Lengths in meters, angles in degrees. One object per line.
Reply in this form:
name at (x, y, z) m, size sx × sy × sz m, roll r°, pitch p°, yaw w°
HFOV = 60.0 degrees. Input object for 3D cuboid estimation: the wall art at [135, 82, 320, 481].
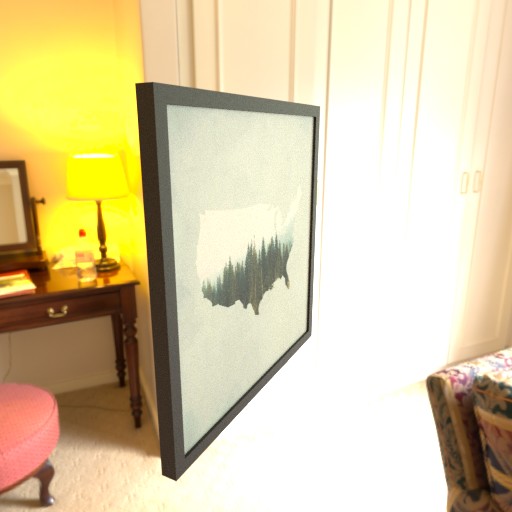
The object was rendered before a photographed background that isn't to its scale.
wall art at (0.000, 0.000, 1.134) m, size 0.038 × 0.763 × 0.763 m, roll 8°, pitch 18°, yaw 27°
